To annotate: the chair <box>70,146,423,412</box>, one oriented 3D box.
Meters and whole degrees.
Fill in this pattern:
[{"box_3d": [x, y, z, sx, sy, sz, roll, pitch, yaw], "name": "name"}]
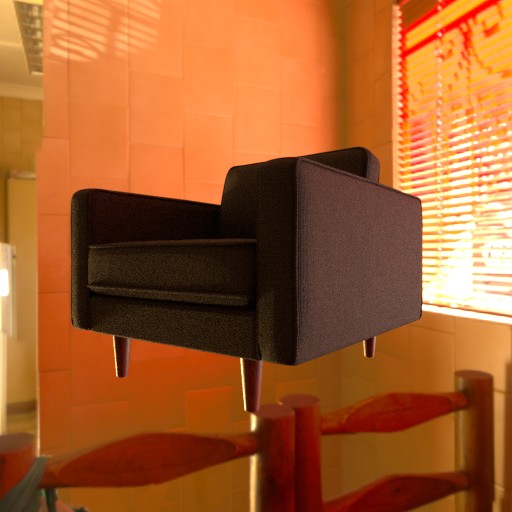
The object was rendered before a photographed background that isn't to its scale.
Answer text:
[{"box_3d": [0.000, 0.000, 1.549, 0.899, 0.770, 0.919, 0, 0, 37], "name": "chair"}]
